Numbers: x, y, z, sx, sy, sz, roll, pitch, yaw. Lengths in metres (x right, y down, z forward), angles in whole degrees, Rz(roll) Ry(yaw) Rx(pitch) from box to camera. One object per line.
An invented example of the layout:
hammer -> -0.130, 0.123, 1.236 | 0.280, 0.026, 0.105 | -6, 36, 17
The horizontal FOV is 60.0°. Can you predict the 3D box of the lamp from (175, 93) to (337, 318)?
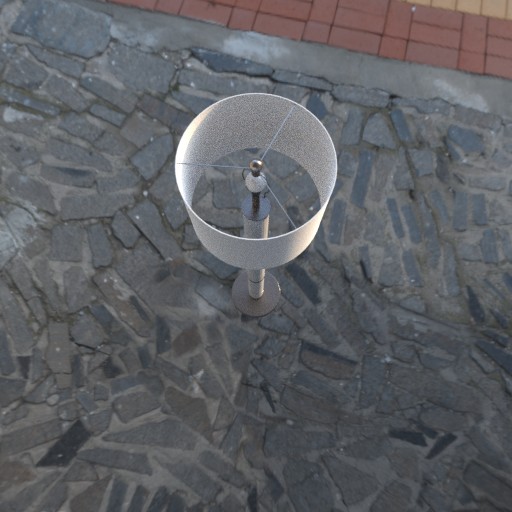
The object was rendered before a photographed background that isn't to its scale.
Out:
lamp -> 0.000, 0.000, 1.787 | 0.377, 1.599, 0.377 | 30, 76, 8
